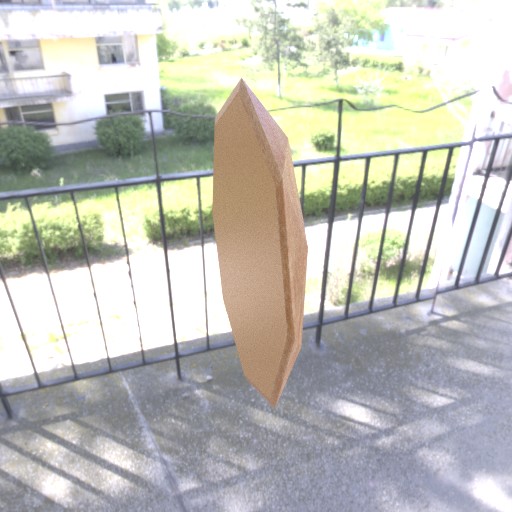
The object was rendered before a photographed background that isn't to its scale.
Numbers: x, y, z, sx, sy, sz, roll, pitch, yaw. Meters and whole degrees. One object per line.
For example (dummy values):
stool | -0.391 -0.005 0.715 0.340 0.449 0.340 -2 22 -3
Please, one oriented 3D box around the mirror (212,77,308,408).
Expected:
mirror | 0.000 0.000 1.019 0.070 0.774 0.577 -10 32 -16
